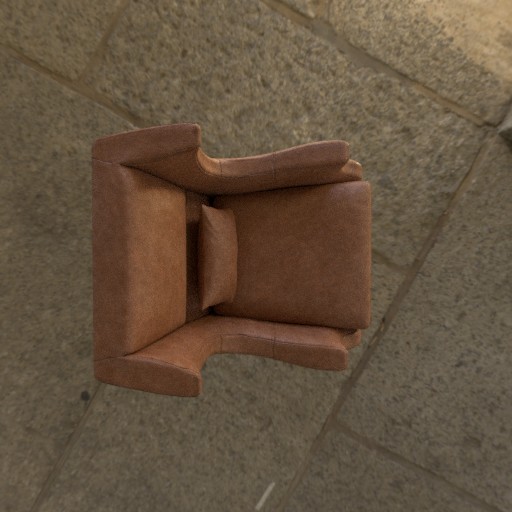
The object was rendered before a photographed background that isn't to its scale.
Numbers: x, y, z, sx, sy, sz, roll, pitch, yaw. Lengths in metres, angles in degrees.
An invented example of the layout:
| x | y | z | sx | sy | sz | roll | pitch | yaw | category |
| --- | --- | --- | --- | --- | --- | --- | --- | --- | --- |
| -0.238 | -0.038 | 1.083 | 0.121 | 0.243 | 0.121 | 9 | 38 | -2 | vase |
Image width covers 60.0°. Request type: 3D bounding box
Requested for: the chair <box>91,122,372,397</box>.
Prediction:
| x | y | z | sx | sy | sz | roll | pitch | yaw | category |
| --- | --- | --- | --- | --- | --- | --- | --- | --- | --- |
| 0.000 | 0.000 | 1.706 | 0.926 | 1.016 | 0.853 | 0 | 92 | -1 | chair |
